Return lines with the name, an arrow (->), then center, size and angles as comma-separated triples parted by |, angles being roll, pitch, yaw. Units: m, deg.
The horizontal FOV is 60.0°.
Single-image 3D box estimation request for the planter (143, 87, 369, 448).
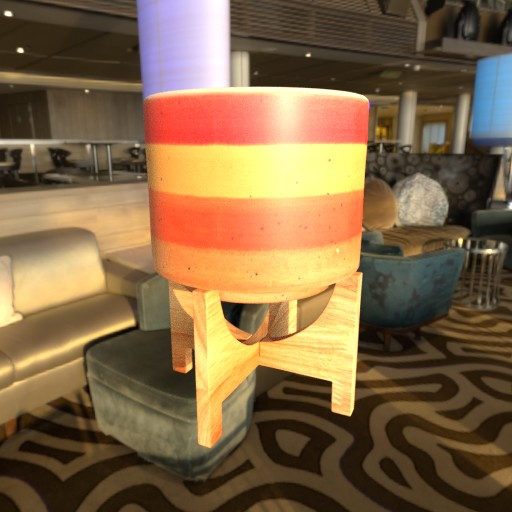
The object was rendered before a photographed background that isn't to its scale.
planter -> 0.000, 0.000, 0.567 | 0.269, 0.379, 0.269 | 0, 14, 0
